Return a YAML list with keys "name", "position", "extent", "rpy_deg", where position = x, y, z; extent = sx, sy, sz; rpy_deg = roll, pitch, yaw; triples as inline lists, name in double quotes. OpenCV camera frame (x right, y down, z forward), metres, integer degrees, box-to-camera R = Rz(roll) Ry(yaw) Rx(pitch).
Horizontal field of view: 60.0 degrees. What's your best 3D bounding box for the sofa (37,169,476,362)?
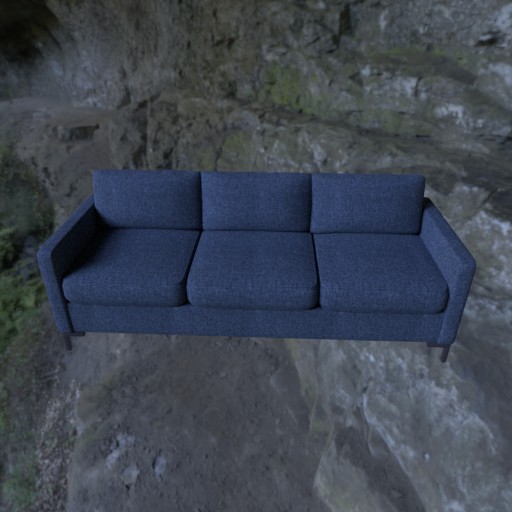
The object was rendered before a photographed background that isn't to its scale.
- name: "sofa"
  position: [0.000, 0.000, 2.666]
  extent: [2.218, 0.874, 0.859]
  rpy_deg: [1, 30, 2]
